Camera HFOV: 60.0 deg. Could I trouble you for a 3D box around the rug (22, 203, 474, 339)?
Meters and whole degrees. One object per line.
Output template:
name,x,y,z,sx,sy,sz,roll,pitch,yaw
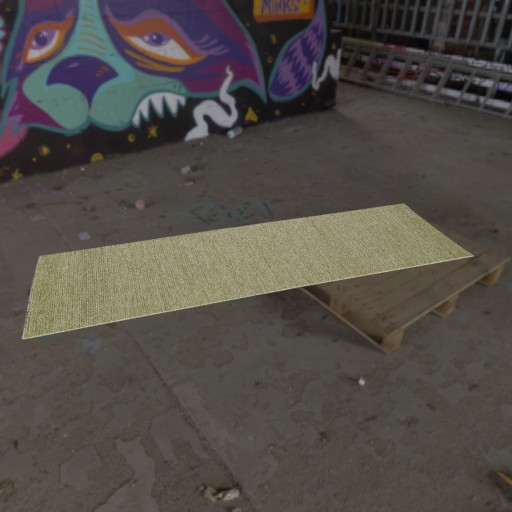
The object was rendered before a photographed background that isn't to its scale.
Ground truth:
rug,0.000,0.000,2.478,2.340,0.013,0.686,-9,34,-14
